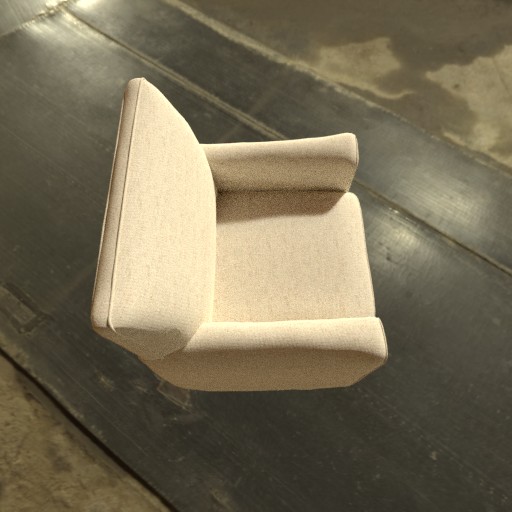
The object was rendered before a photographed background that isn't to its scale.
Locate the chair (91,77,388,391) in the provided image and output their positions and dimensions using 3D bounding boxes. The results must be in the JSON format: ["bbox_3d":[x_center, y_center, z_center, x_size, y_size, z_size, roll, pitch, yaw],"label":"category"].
[{"bbox_3d":[0.000,0.000,1.630,0.823,0.943,0.870,-1,64,0],"label":"chair"}]
